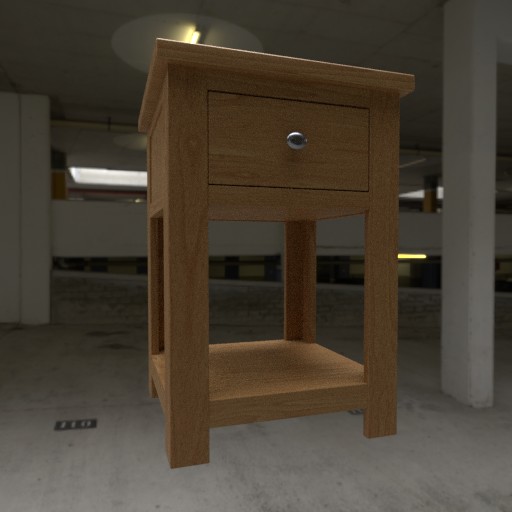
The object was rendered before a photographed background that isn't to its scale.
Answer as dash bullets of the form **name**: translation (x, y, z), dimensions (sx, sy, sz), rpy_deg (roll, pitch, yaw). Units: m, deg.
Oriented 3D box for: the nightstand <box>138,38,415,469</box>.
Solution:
- **nightstand**: translation (0.000, 0.000, 0.882), dimensions (0.428, 0.614, 0.418), rpy_deg (0, 1, -18)
